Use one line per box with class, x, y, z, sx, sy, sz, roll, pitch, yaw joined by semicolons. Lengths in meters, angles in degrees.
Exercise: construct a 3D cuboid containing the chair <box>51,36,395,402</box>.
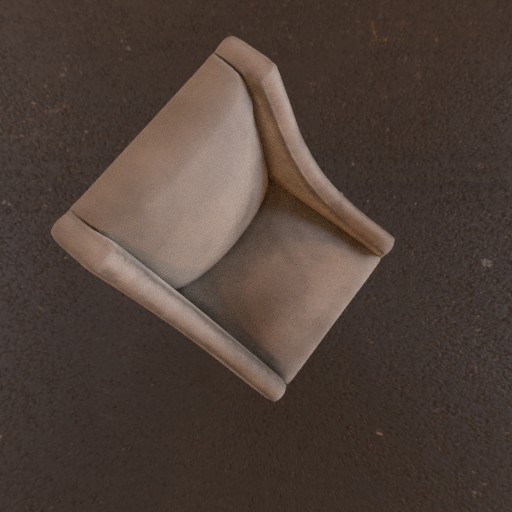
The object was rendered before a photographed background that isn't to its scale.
chair;0.000;0.000;1.352;0.629;0.895;0.629;38;80;8
